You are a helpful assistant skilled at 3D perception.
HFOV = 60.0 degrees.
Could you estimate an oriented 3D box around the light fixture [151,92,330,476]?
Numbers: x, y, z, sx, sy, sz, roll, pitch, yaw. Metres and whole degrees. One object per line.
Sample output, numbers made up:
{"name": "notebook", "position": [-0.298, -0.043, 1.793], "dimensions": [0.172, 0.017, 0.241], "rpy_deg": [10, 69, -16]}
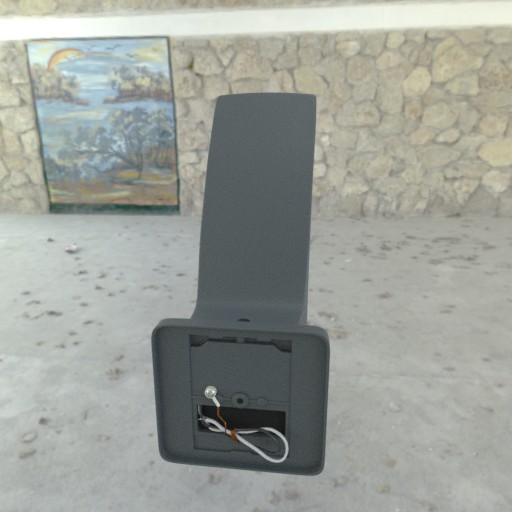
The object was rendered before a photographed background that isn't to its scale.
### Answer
{"name": "light fixture", "position": [0.000, 0.000, 0.334], "dimensions": [0.108, 0.243, 0.174], "rpy_deg": [2, 16, 7]}
